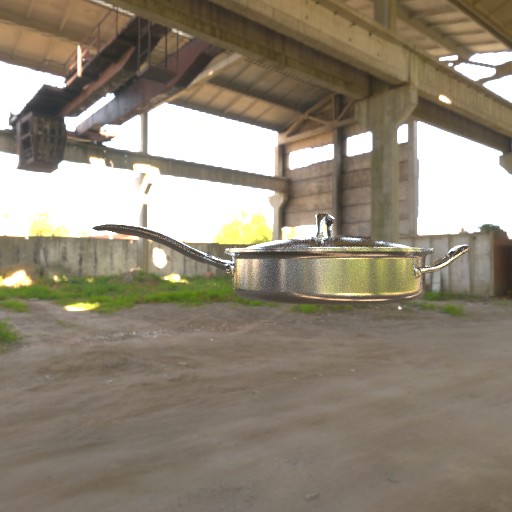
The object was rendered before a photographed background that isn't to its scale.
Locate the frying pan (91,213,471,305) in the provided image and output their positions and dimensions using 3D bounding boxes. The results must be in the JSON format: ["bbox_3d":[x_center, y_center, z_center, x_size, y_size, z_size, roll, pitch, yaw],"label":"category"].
[{"bbox_3d":[0.000,0.000,0.646,0.561,0.114,0.280,0,0,17],"label":"frying pan"}]
